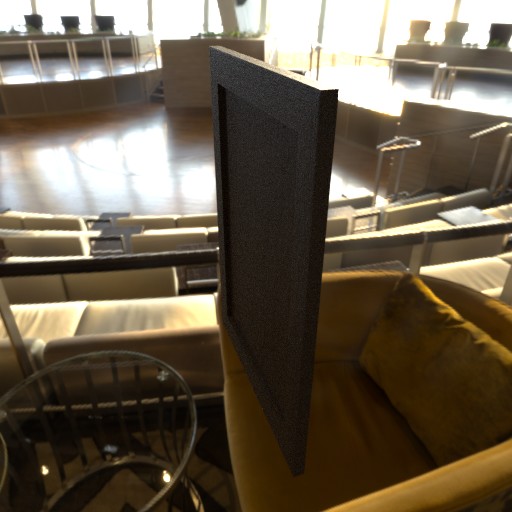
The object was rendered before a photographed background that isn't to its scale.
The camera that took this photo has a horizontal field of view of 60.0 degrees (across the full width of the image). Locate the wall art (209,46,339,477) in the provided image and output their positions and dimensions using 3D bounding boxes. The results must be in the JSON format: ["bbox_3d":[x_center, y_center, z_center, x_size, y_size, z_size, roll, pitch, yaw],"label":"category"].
[{"bbox_3d":[0.000,0.000,0.634,0.017,0.513,0.359,-10,32,-17],"label":"wall art"}]
